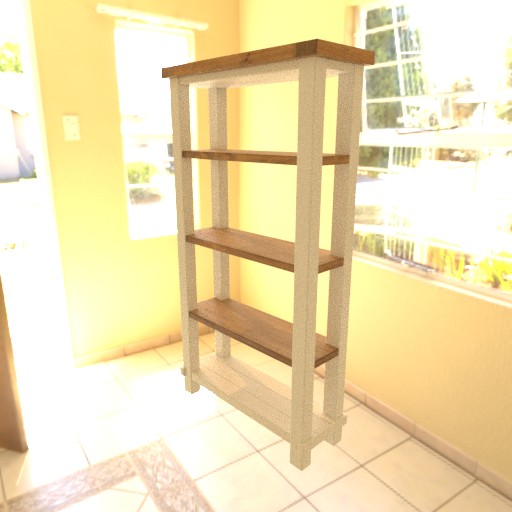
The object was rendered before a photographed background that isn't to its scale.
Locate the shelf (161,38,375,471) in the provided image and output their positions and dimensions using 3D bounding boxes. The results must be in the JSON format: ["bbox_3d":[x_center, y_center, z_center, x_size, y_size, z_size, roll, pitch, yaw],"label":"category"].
[{"bbox_3d":[0.000,0.000,2.303,0.381,1.878,1.022,-14,21,-42],"label":"shelf"}]
